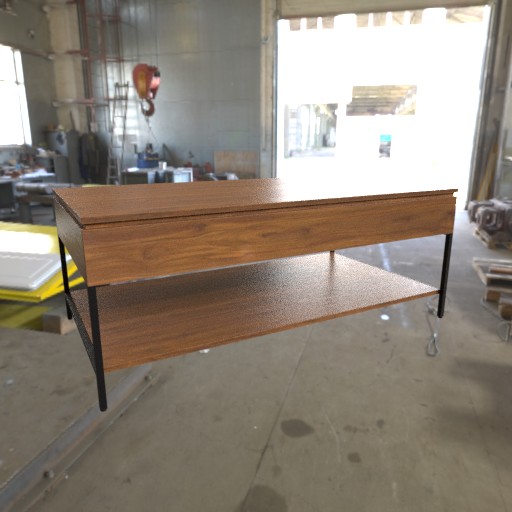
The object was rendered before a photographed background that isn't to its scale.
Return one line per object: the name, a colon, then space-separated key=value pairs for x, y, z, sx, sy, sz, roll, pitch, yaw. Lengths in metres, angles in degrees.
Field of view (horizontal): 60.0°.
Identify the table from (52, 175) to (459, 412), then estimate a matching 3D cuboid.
table: x=0.000 y=0.000 z=1.364 sx=1.057 sy=0.414 sz=0.574 roll=-8 pitch=17 yaw=-28
